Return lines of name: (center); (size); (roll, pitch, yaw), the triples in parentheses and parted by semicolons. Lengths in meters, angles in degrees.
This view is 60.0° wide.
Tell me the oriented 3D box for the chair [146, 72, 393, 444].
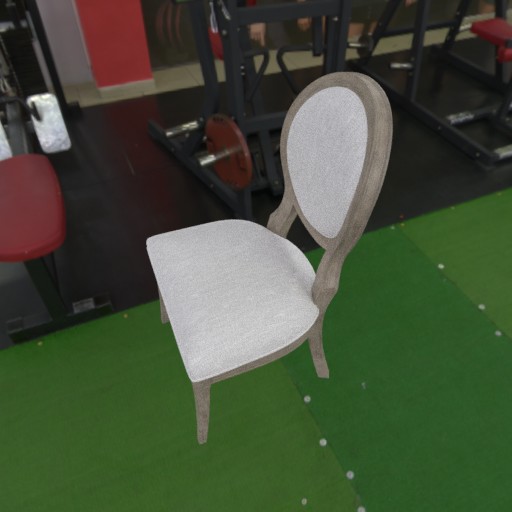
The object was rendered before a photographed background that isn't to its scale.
chair: (0.000, 0.000, 1.322); (0.602, 0.990, 0.558); (-16, 47, -15)
